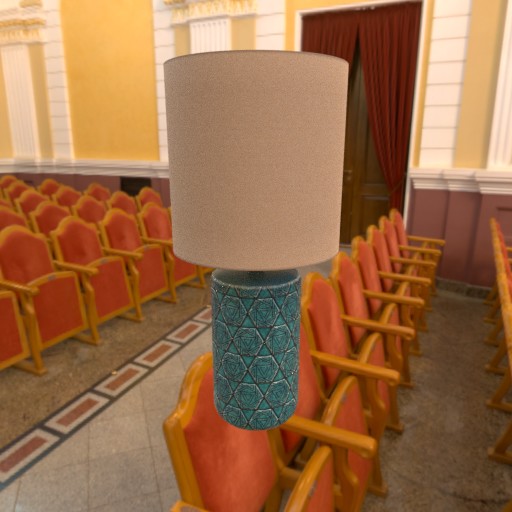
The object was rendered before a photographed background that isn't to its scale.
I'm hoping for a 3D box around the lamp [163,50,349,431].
[{"bbox_3d":[0.000,0.000,0.755,0.278,0.597,0.278,7,16,25],"label":"lamp"}]
